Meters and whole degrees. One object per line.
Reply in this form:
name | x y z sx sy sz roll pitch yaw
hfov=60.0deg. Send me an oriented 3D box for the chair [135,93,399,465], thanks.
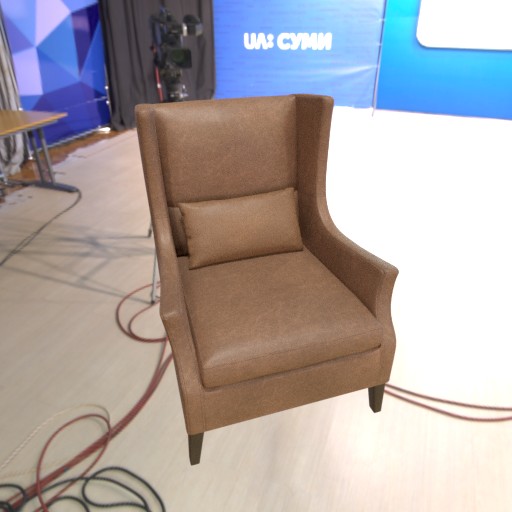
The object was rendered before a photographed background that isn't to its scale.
chair | 0.000 0.000 1.724 0.815 1.088 0.913 -10 32 -15
